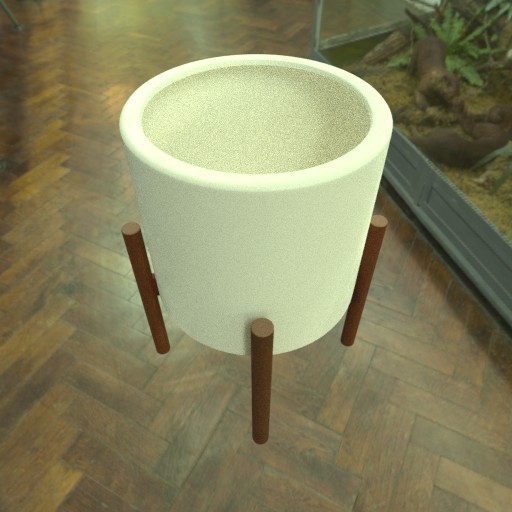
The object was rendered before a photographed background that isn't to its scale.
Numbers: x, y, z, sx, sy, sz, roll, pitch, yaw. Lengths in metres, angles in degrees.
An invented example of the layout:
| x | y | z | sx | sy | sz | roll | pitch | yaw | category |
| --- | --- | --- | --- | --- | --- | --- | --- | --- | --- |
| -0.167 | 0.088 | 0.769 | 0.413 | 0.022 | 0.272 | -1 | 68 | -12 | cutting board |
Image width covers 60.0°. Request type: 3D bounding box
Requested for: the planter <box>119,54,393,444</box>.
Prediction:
| x | y | z | sx | sy | sz | roll | pitch | yaw | category |
| --- | --- | --- | --- | --- | --- | --- | --- | --- | --- |
| 0.000 | 0.000 | 0.496 | 0.224 | 0.358 | 0.224 | 33 | 54 | 28 | planter |
